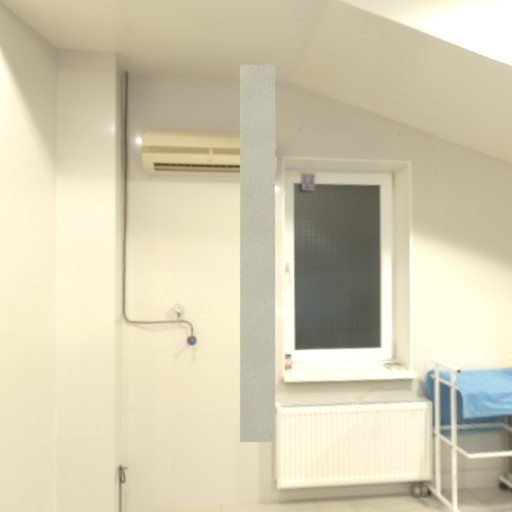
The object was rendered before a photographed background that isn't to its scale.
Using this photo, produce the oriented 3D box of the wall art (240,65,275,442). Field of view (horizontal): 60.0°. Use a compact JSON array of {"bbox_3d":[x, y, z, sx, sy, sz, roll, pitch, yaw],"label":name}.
[{"bbox_3d":[0.000,0.000,0.783,0.038,0.407,0.609,0,-1,0],"label":"wall art"}]
